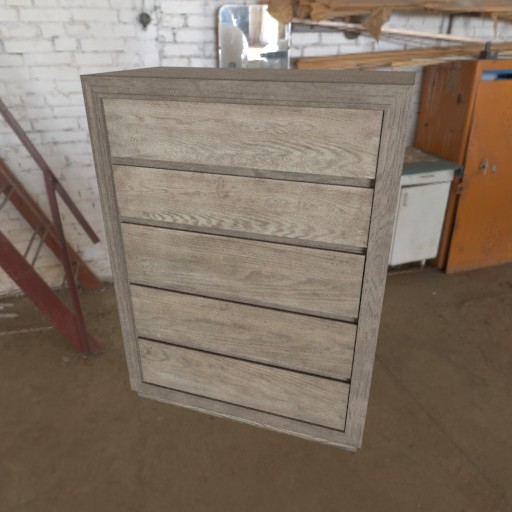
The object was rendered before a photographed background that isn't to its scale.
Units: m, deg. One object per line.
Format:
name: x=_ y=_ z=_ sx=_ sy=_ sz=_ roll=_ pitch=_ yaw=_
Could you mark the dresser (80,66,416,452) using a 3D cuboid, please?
dresser: x=0.000 y=0.000 z=1.696 sx=0.967 sy=1.295 sz=0.483 roll=8 pitch=27 yaw=16
